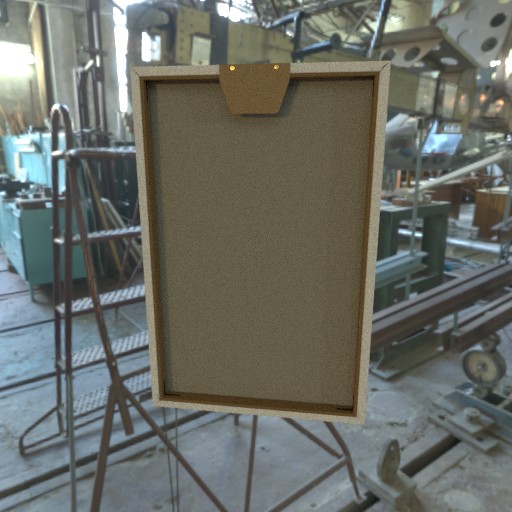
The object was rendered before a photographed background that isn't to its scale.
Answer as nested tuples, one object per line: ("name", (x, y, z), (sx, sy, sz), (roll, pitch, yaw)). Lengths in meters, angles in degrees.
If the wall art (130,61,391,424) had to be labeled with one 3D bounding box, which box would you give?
("wall art", (0.000, 0.000, 1.144), (0.602, 0.916, 0.048), (2, 15, 8))
